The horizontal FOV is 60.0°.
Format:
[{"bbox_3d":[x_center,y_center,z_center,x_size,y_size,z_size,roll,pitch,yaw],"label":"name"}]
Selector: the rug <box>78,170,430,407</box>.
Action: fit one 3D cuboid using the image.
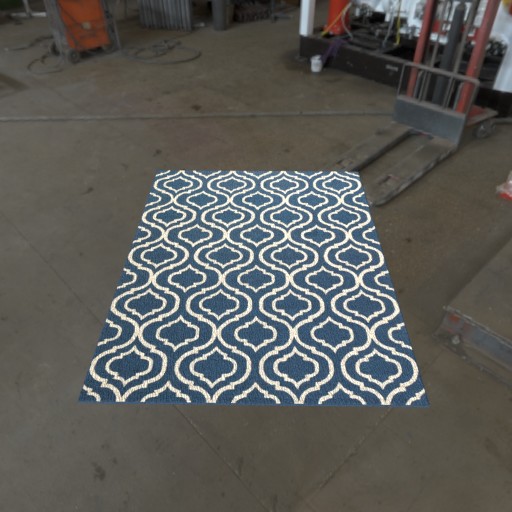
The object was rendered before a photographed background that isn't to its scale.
[{"bbox_3d":[0.000,0.000,3.927,2.270,0.020,2.881,1,42,1],"label":"rug"}]
